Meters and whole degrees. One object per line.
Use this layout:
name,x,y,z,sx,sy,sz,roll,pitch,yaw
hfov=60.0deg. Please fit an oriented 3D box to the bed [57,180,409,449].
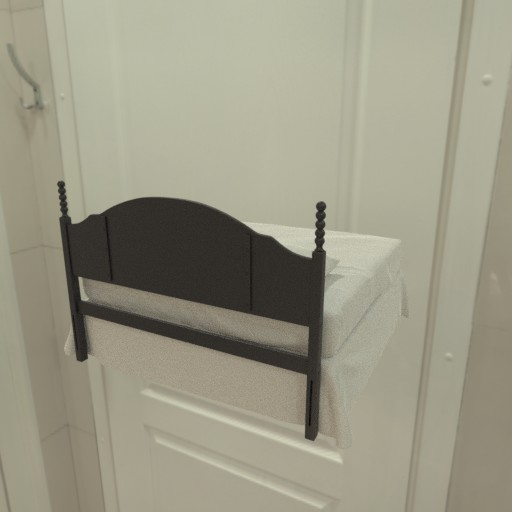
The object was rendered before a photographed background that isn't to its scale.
bed,0.000,0.000,3.672,2.322,1.355,2.219,8,18,27
